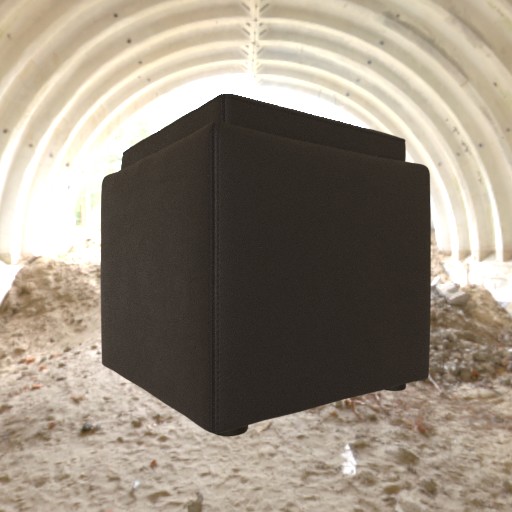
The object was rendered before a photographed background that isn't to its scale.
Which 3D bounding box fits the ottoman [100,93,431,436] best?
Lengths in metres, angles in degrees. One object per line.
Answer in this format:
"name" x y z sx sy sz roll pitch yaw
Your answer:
"ottoman" 0.000 0.000 0.818 0.450 0.460 0.451 0 -1 -36
